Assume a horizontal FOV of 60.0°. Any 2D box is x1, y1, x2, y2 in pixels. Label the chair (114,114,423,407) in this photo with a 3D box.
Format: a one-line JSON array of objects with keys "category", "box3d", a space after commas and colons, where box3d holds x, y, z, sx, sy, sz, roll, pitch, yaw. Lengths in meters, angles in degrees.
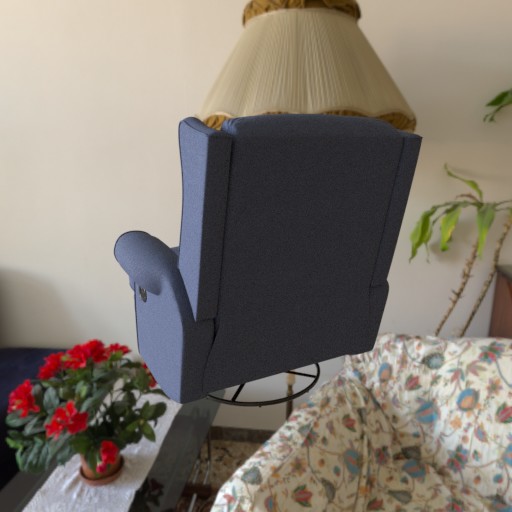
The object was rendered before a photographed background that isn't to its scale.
[{"category": "chair", "box3d": [0.000, 0.000, 1.726, 0.971, 1.020, 0.877, -8, 16, -28]}]
